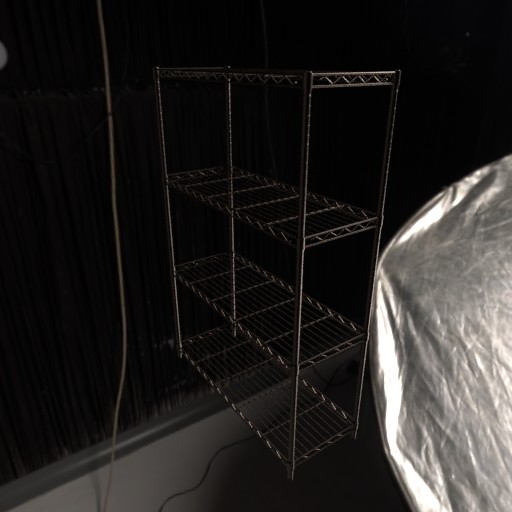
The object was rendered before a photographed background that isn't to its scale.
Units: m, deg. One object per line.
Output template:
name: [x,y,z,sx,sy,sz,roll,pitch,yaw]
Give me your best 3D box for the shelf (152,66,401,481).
shelf: [0.000,0.000,1.745,0.352,1.361,0.907,-16,28,-32]
